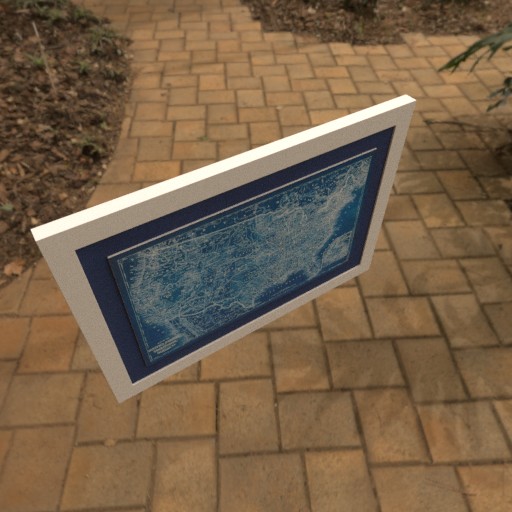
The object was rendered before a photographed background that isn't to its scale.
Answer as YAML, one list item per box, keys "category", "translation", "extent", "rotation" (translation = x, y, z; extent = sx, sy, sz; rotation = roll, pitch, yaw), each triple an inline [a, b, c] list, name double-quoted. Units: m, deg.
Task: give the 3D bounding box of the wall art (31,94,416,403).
- category: "wall art"
  translation: [0.000, 0.000, 1.665]
  extent: [1.308, 0.902, 0.051]
  rotation: [-25, 52, -22]
